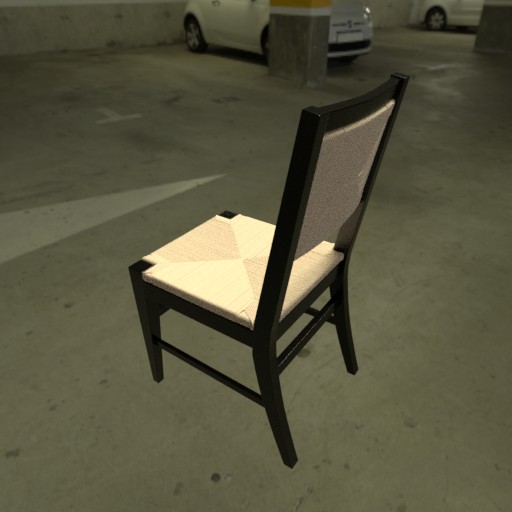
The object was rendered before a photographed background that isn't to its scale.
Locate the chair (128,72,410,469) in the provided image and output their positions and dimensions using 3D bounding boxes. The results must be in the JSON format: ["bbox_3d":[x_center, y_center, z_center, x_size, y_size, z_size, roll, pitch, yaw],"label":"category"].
[{"bbox_3d":[0.000,0.000,1.211,0.552,0.927,0.437,20,36,29],"label":"chair"}]
